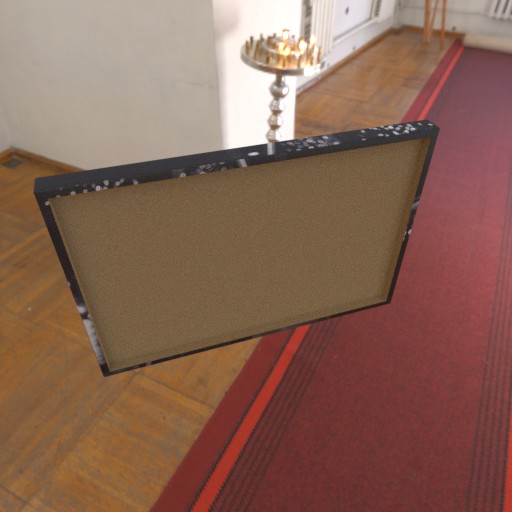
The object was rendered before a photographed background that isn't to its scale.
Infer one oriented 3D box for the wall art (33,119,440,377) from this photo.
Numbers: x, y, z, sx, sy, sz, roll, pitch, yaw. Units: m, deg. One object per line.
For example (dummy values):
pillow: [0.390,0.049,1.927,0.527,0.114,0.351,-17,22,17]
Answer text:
wall art: [0.000,0.000,0.780,0.609,0.406,0.037,-12,42,-14]
